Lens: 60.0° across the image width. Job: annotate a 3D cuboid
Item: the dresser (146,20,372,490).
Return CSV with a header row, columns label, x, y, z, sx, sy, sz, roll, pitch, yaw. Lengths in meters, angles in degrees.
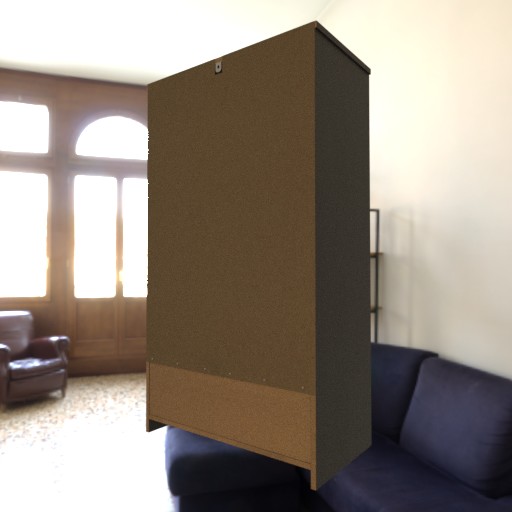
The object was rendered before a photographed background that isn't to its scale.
label,x,y,z,sx,sy,sz,roll,pitch,yaw
dresser,0.000,0.000,1.548,0.704,1.255,0.399,-1,-2,37
